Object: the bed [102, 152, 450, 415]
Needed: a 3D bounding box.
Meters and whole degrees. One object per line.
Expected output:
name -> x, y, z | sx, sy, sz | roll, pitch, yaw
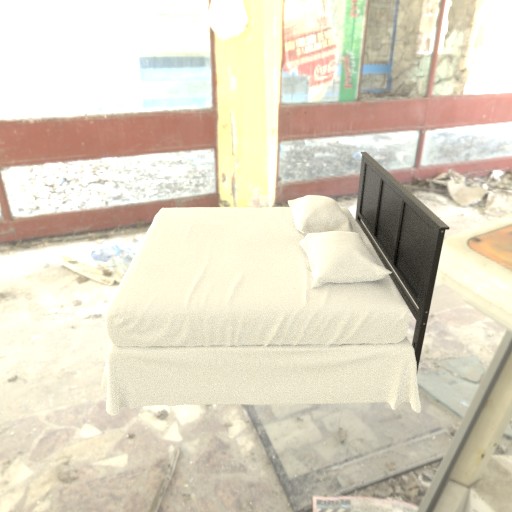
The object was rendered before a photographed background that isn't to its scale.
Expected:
bed -> 0.000, 0.000, 3.681 | 2.219, 1.271, 2.315 | 0, 25, -1
